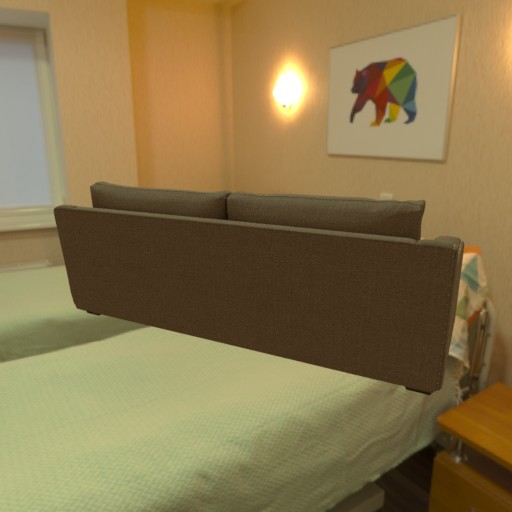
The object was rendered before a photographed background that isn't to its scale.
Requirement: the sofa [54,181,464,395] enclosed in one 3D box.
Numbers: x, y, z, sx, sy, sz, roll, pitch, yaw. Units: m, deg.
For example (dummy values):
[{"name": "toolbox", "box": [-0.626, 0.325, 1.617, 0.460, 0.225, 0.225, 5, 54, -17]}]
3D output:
[{"name": "sofa", "box": [0.000, 0.000, 2.644, 2.208, 0.857, 1.000, 8, 17, 26]}]
